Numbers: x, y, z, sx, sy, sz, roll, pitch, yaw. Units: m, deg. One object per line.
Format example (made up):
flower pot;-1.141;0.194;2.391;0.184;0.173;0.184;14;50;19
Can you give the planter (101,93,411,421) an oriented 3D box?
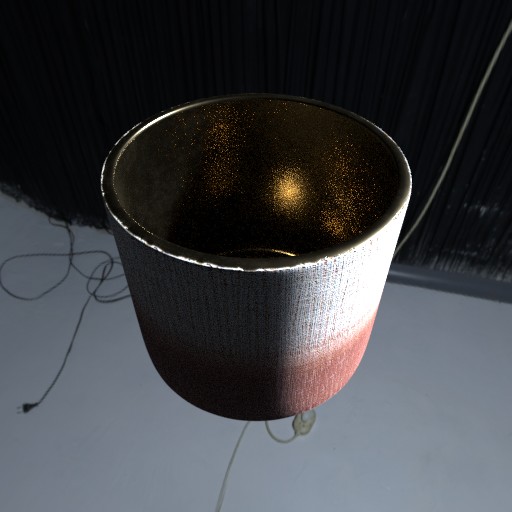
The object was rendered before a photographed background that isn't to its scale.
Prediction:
planter;0.000;0.000;0.310;0.178;0.157;0.178;0;45;0
